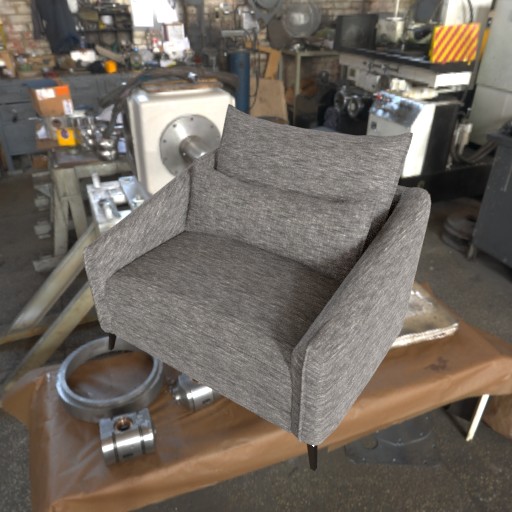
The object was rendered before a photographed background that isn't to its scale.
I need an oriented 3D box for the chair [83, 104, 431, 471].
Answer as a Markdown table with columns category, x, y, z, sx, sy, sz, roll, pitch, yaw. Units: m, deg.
| category | x | y | z | sx | sy | sz | roll | pitch | yaw |
| --- | --- | --- | --- | --- | --- | --- | --- | --- | --- |
| chair | 0.000 | 0.000 | 1.595 | 1.004 | 0.842 | 0.805 | 19 | 36 | 29 |
